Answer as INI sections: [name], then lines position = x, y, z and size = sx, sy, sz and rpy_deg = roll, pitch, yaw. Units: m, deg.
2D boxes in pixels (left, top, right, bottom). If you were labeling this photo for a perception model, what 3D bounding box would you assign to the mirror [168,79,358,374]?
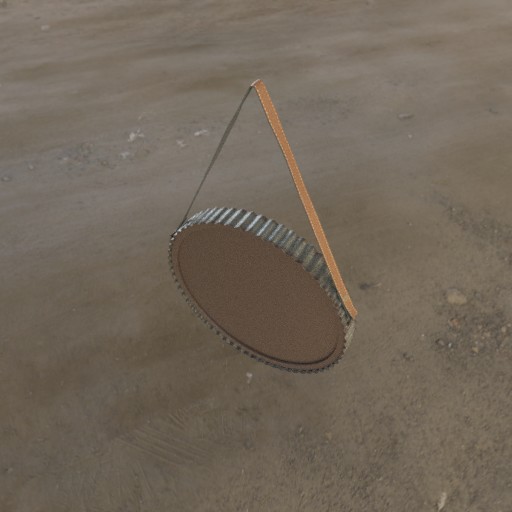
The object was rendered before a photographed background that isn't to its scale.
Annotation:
[mirror]
position = 0.000, 0.000, 0.702
size = 0.355, 0.568, 0.042
rpy_deg = 23, 51, 20
